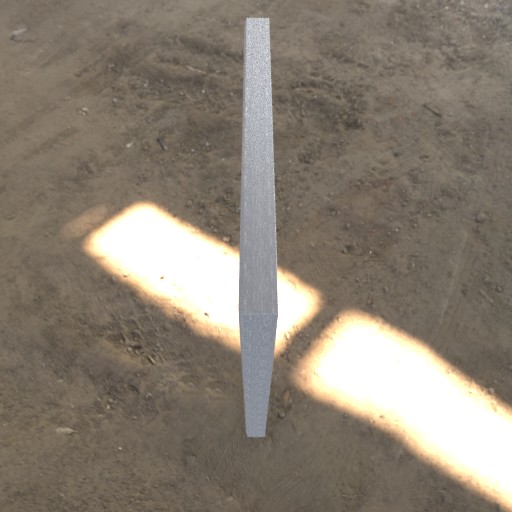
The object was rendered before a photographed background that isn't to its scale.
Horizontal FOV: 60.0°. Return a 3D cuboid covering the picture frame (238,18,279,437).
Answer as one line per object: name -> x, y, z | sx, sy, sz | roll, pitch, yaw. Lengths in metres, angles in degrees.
picture frame -> 0.000, 0.000, 0.517 | 0.027, 0.378, 0.327 | 0, 57, 0
